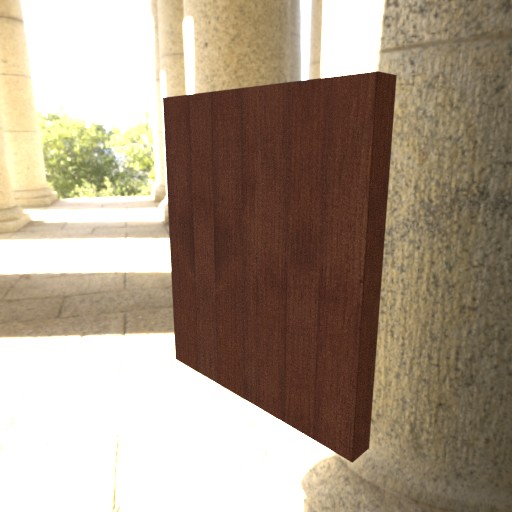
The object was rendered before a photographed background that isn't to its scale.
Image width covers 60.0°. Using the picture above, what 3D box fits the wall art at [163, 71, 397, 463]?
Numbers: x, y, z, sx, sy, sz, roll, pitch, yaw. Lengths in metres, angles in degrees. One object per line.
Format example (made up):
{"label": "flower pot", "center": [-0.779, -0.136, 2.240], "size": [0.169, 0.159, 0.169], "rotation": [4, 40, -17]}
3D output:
{"label": "wall art", "center": [0.000, 0.000, 0.633], "size": [0.039, 0.449, 0.377], "rotation": [-14, 20, -43]}
